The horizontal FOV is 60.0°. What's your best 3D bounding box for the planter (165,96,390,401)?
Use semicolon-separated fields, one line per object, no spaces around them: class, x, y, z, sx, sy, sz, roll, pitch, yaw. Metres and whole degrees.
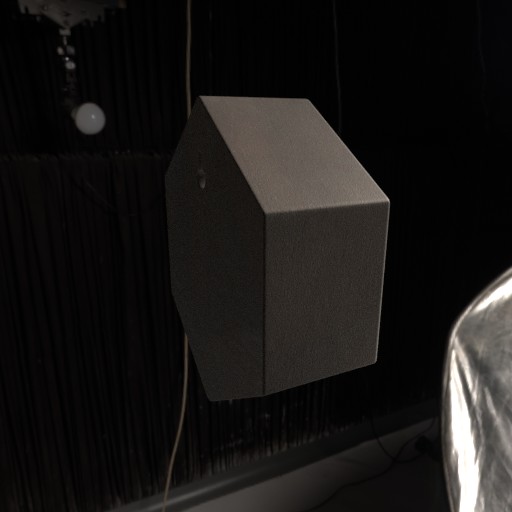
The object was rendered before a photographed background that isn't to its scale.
planter;0.000;0.000;0.306;0.077;0.206;0.169;-8;18;-25
